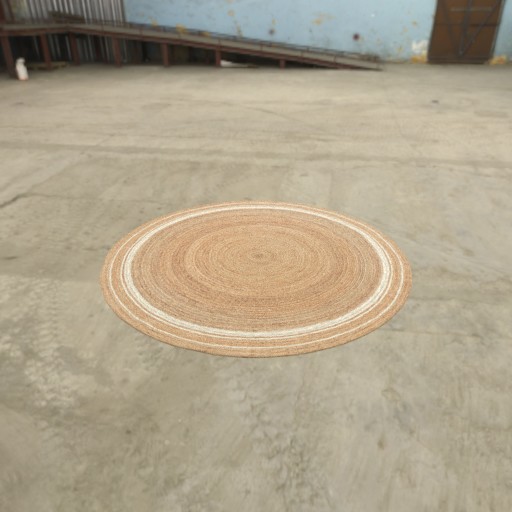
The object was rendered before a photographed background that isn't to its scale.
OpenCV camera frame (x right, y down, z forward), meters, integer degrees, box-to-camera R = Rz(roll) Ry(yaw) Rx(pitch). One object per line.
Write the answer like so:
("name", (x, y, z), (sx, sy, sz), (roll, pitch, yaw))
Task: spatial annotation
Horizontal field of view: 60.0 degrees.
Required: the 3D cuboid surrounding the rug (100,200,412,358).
("rug", (0.000, 0.000, 3.630), (2.444, 0.015, 2.444), (0, 29, 0))
